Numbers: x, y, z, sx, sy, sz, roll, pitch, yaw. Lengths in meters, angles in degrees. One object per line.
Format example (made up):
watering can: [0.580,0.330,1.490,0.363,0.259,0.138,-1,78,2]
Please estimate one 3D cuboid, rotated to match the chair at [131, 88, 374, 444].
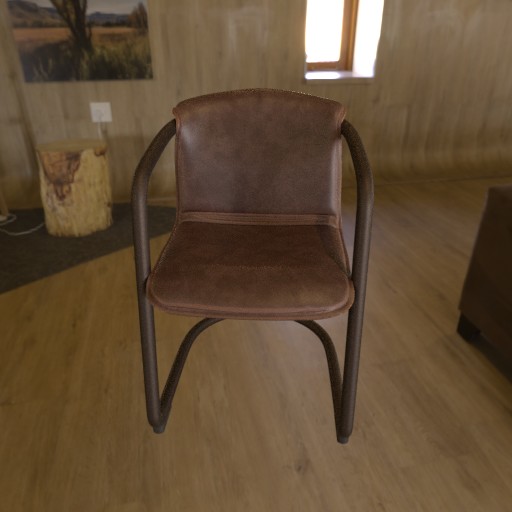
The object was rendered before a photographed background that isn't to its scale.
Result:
chair: [0.000,0.000,1.246,0.536,0.836,0.664,2,27,3]
